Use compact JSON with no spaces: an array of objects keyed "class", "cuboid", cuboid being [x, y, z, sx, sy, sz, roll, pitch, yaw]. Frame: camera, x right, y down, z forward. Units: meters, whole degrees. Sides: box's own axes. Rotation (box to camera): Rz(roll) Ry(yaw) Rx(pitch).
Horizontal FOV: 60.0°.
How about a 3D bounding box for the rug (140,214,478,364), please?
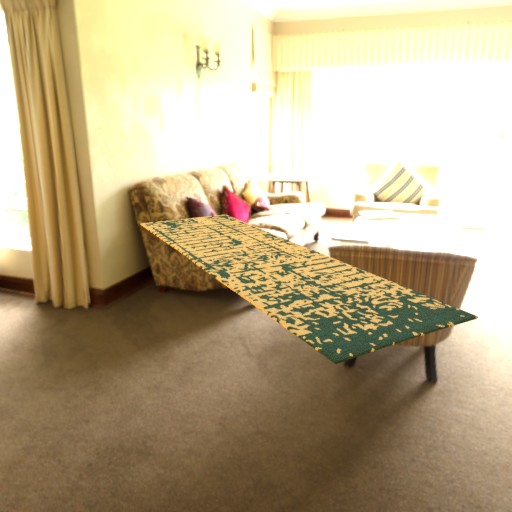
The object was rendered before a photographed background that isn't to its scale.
[{"class":"rug","cuboid":[0.000,0.000,2.674,0.750,0.011,2.435,-9,19,-28]}]
